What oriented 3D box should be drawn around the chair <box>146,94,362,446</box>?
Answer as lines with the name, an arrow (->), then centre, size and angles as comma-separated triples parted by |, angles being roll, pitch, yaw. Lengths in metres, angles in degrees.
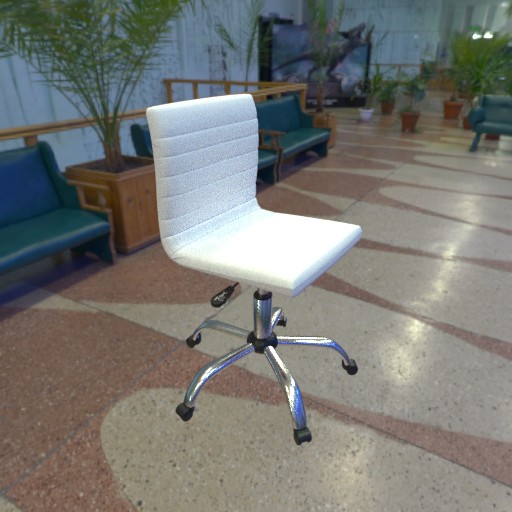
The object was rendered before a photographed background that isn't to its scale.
chair -> 0.000, 0.000, 1.182 | 0.530, 0.780, 0.556 | 16, 29, 30
